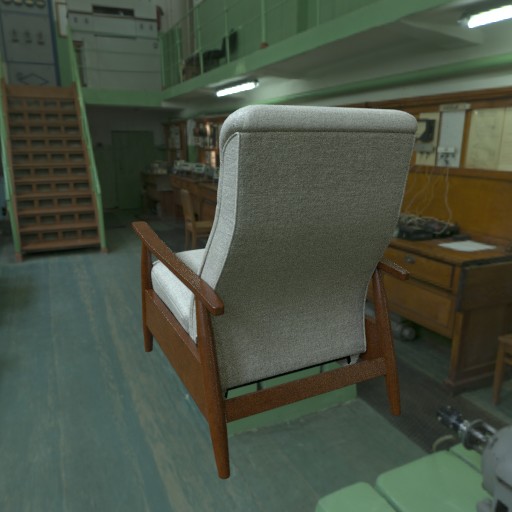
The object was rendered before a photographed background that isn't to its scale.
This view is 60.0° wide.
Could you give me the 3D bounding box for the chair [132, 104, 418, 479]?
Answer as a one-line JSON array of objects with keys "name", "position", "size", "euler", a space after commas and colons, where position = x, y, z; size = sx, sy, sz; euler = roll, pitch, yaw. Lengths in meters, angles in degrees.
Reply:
[{"name": "chair", "position": [0.000, 0.000, 1.780], "size": [0.762, 1.082, 1.014], "euler": [-7, 16, -26]}]
